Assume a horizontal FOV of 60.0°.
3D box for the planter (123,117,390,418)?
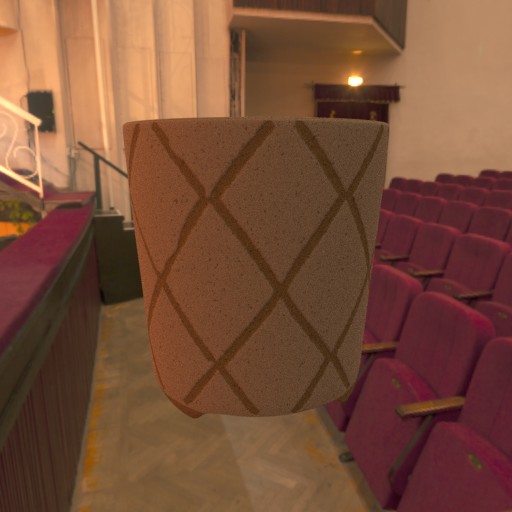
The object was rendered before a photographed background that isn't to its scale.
[{"bbox_3d":[0.000,0.000,0.352,0.191,0.199,0.191,0,14,0],"label":"planter"}]
